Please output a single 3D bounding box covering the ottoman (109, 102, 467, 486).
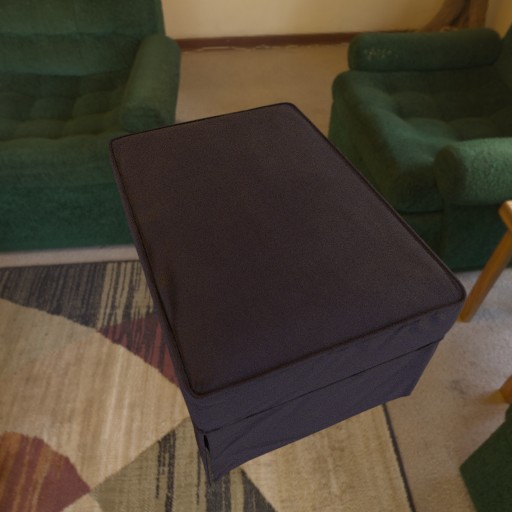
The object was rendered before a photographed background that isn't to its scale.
[{"bbox_3d":[0.000,0.000,1.284,0.637,0.503,0.938,-17,49,-15],"label":"ottoman"}]
